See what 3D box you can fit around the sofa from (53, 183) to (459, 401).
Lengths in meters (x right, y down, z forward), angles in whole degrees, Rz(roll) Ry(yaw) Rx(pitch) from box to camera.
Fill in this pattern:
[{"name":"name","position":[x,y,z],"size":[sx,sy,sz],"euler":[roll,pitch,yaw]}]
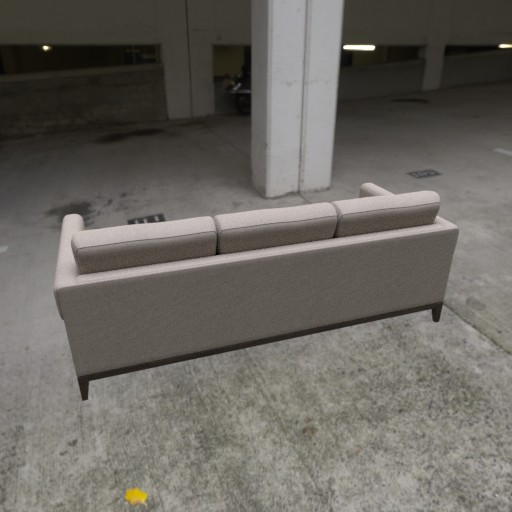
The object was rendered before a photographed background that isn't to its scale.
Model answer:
[{"name":"sofa","position":[0.000,0.000,2.759],"size":[2.210,0.838,0.959],"euler":[-8,27,-17]}]
